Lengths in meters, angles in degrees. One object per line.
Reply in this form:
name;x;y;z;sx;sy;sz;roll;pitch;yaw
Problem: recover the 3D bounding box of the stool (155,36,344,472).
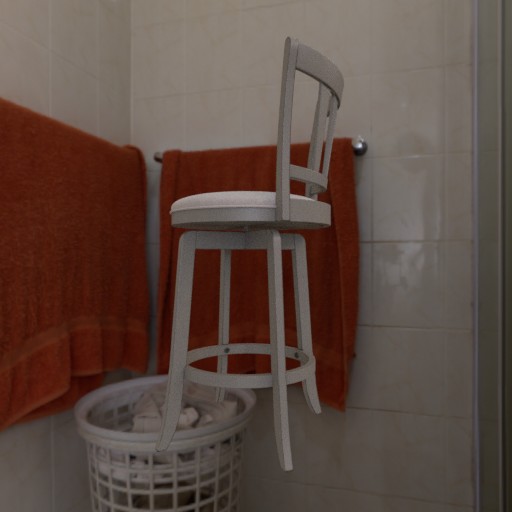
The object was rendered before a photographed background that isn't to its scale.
stool;0.000;0.000;1.256;0.486;0.994;0.450;0;0;18
